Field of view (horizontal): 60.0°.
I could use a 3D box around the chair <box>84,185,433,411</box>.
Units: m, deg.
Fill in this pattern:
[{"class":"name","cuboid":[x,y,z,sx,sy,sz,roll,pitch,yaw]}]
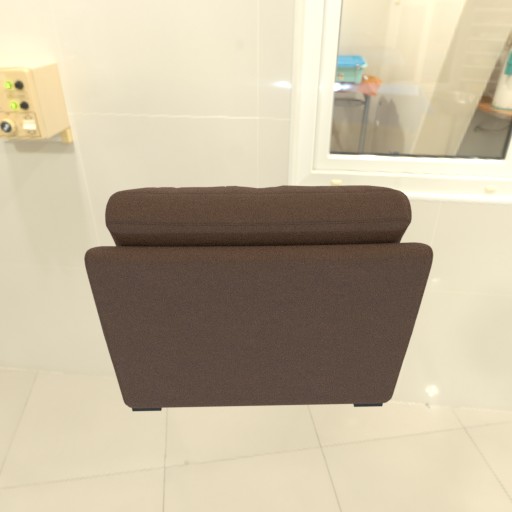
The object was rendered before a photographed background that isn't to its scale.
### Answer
[{"class":"chair","cuboid":[0.000,0.000,2.017,1.168,0.940,1.143,-1,31,-1]}]
